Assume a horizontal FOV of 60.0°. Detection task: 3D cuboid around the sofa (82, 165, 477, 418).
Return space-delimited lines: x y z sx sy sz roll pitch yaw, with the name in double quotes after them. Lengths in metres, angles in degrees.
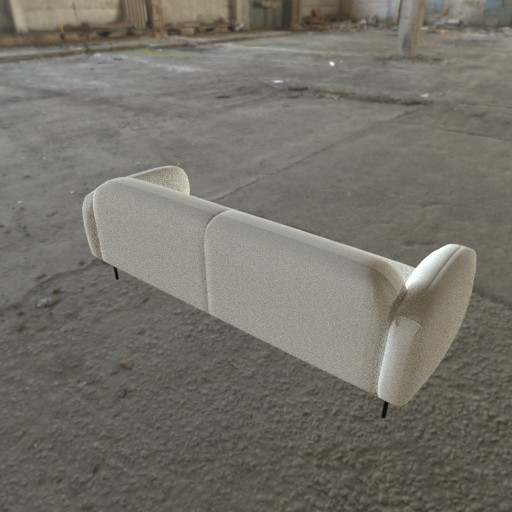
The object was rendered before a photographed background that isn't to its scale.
0.000 0.000 2.626 2.280 0.780 0.870 21 36 32 "sofa"
